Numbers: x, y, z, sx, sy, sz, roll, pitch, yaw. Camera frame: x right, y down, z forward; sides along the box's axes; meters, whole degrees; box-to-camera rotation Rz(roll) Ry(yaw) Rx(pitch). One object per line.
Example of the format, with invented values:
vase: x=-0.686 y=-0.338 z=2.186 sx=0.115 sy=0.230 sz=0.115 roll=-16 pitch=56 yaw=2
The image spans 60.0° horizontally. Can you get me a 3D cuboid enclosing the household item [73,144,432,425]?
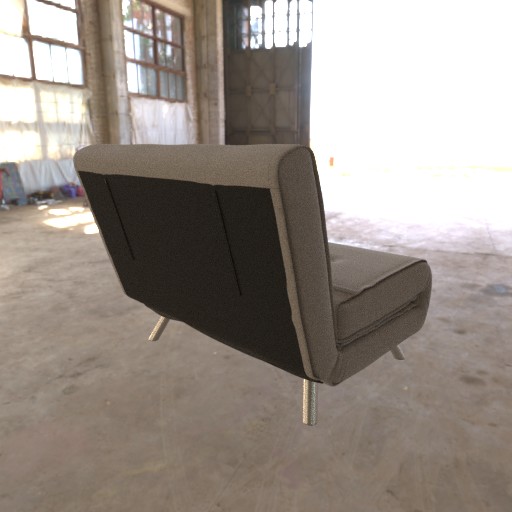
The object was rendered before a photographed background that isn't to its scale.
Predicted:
household item: x=0.000 y=0.000 z=1.633 sx=1.000 sy=0.800 sz=0.874 roll=13 pitch=19 yaw=42
